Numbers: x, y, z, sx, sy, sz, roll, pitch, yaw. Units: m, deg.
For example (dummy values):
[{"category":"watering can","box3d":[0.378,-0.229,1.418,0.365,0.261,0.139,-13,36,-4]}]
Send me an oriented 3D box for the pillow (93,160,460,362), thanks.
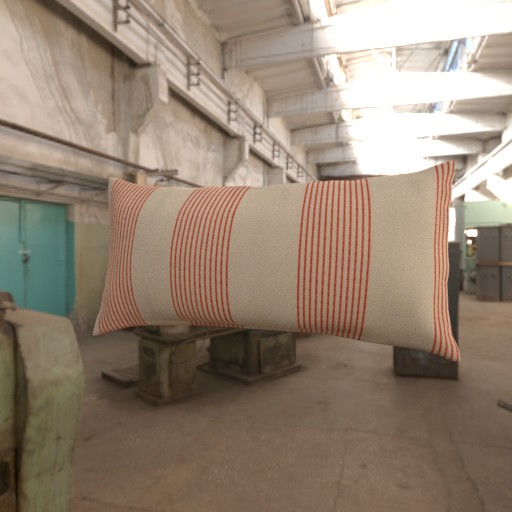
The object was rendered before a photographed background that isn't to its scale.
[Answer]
[{"category":"pillow","box3d":[0.000,0.000,0.724,0.608,0.292,0.156,0,1,18]}]
